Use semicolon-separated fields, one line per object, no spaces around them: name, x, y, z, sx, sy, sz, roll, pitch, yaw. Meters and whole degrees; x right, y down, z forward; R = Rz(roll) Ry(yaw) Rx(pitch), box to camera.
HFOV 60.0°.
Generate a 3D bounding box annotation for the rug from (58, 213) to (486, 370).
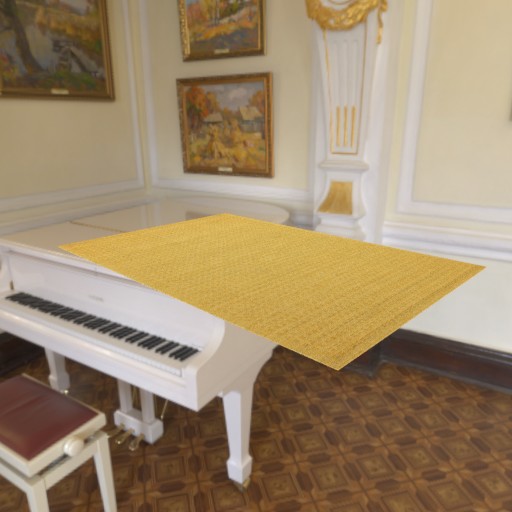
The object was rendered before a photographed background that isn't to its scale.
rug;0.000;0.000;3.598;2.895;0.006;1.981;16;23;41
